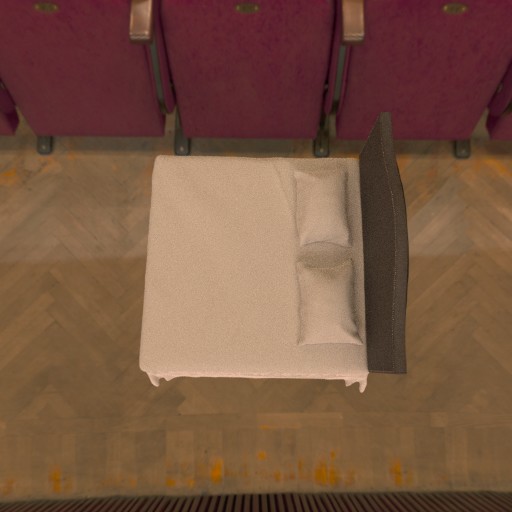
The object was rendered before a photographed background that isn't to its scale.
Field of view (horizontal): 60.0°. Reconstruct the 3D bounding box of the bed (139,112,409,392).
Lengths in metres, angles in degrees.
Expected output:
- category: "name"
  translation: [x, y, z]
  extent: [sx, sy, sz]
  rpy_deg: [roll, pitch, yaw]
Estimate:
- category: "bed"
  translation: [0.000, 0.000, 3.816]
  extent: [2.219, 1.651, 2.314]
  rpy_deg: [1, 76, 0]
